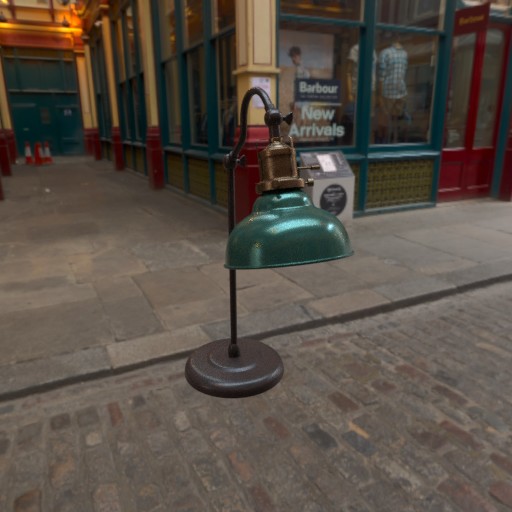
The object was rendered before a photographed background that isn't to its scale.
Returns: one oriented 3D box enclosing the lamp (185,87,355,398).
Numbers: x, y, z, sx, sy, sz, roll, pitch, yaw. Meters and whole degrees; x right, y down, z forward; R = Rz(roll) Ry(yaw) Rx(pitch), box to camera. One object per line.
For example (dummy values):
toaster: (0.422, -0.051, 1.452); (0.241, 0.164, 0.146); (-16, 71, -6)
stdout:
lamp: (0.000, 0.000, 0.710); (0.192, 0.508, 0.374); (-8, 19, -26)
